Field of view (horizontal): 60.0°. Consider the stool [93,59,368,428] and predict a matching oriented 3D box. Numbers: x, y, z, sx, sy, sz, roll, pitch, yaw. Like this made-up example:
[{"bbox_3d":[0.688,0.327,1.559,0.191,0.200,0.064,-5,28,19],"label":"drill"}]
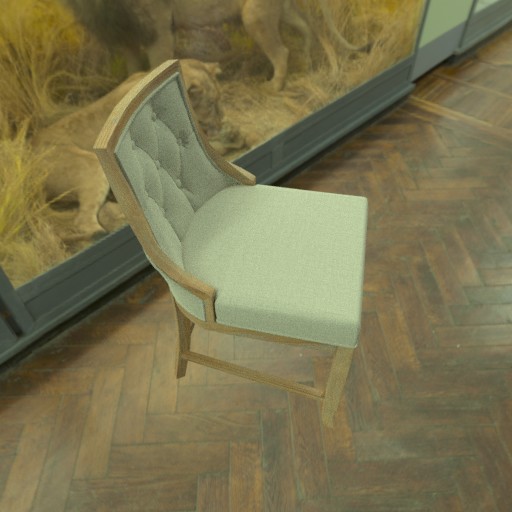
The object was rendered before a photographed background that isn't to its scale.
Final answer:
[{"bbox_3d":[0.000,0.000,1.316,0.626,0.938,0.524,9,47,8],"label":"stool"}]
